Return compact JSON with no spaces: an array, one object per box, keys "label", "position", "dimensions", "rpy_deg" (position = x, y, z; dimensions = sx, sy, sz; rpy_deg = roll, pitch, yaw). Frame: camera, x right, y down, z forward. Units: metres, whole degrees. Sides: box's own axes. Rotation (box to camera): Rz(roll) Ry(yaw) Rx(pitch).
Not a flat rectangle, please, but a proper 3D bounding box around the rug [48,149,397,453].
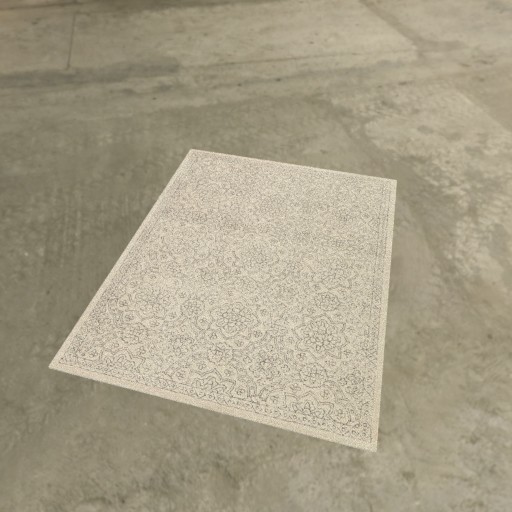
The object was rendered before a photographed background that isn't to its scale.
[{"label":"rug","position":[0.000,0.000,4.140],"dimensions":[2.441,0.015,3.050],"rpy_deg":[11,47,10]}]
